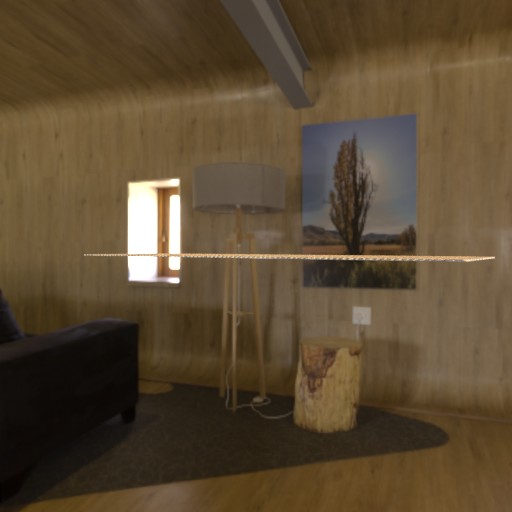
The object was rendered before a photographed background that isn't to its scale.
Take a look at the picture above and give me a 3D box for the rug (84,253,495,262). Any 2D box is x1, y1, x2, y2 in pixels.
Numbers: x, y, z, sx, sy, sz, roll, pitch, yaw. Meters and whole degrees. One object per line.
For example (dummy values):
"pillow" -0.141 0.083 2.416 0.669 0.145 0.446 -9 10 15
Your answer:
"rug" 0.000 0.000 2.474 2.286 0.008 0.686 1 1 36
